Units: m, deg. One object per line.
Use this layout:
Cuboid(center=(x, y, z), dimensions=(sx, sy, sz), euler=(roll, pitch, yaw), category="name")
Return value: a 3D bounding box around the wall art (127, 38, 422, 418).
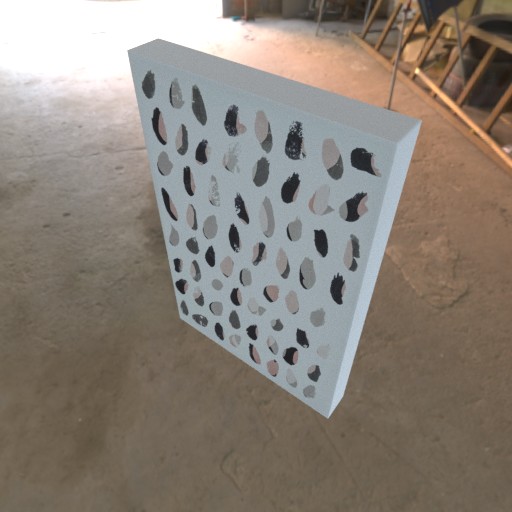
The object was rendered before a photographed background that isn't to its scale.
Cuboid(center=(0.000, 0.000, 0.475), dimensions=(0.252, 0.381, 0.039), euler=(28, 51, 26), category="wall art")
